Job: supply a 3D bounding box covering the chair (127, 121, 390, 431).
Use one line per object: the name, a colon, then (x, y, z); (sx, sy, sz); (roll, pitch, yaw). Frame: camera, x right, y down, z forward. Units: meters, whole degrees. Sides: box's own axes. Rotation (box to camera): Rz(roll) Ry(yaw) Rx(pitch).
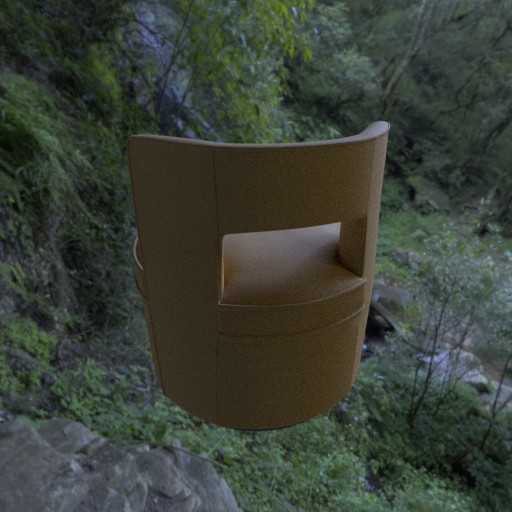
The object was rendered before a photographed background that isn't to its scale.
chair: (0.000, 0.000, 1.211); (0.650, 0.723, 0.665); (-8, 27, -16)
